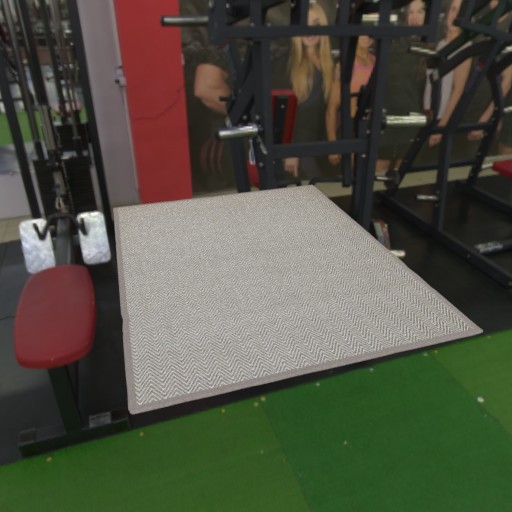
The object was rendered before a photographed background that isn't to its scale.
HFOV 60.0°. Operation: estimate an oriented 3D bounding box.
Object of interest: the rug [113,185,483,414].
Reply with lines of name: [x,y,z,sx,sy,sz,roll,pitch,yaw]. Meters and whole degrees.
rug: [0.000,0.000,4.058,2.434,0.032,3.007,-9,31,-15]
